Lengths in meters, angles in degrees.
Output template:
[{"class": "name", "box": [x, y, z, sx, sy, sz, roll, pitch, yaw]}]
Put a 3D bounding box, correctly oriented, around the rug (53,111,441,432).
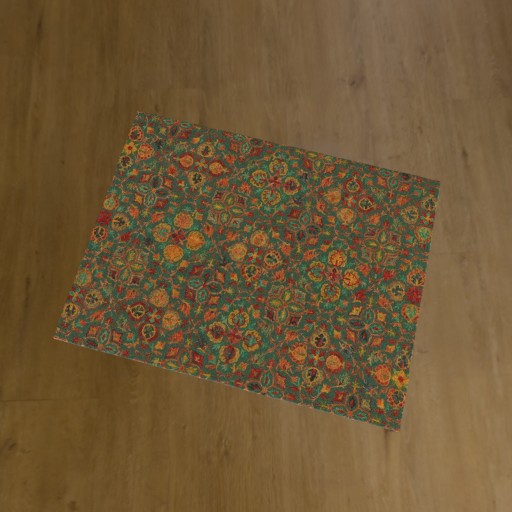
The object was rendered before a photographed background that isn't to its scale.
[{"class": "rug", "box": [0.000, 0.000, 4.242, 3.204, 0.025, 2.434, 14, 75, 4]}]
